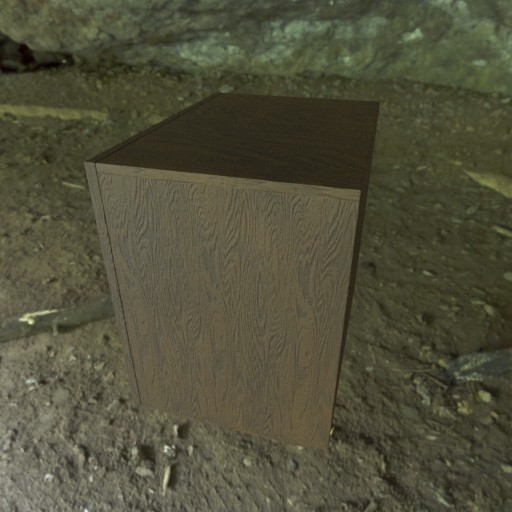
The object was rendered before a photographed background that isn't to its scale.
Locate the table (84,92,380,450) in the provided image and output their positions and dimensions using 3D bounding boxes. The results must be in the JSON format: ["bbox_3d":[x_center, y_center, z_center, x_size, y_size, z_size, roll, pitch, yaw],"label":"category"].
[{"bbox_3d":[0.000,0.000,0.996,0.439,0.585,0.560,8,32,14],"label":"table"}]
